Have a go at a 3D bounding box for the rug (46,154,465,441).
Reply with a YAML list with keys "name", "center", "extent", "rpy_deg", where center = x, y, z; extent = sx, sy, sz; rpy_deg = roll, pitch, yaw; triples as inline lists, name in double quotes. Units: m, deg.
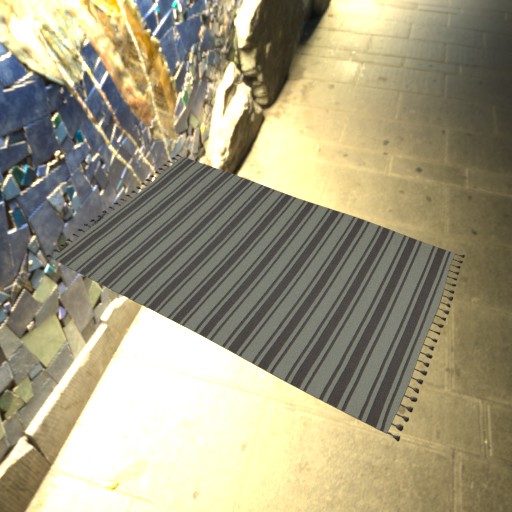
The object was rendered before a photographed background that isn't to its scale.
- name: "rug"
  center: [0.000, 0.000, 2.530]
  extent: [2.096, 0.011, 1.229]
  rpy_deg: [23, 50, 21]
